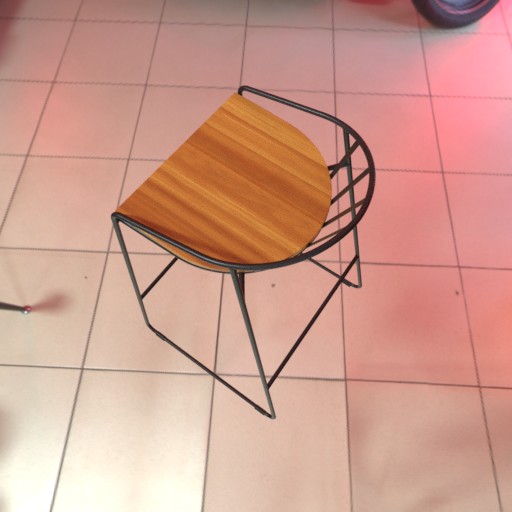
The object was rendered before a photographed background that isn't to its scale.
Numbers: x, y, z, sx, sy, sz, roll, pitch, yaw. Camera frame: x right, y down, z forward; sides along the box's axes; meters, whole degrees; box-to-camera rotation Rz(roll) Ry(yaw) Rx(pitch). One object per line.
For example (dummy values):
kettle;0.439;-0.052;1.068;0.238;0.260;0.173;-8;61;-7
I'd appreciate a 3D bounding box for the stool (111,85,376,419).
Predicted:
stool;0.000;0.000;1.180;0.521;0.812;0.546;32;68;15
